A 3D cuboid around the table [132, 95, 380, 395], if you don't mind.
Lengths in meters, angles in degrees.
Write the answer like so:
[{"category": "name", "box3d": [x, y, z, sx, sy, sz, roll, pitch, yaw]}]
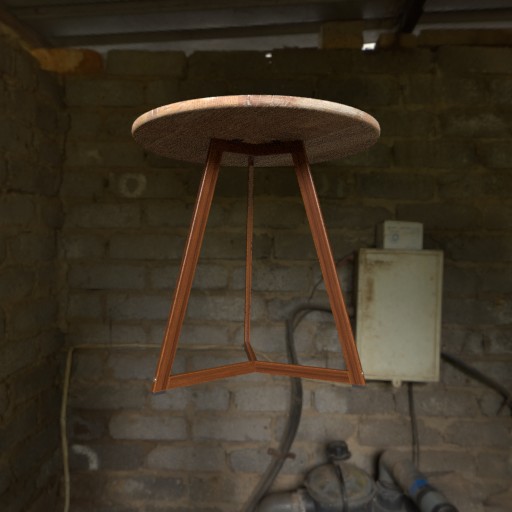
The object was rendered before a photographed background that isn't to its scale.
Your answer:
[{"category": "table", "box3d": [0.000, 0.000, 0.930, 0.500, 0.500, 0.500, 0, 1, 0]}]
